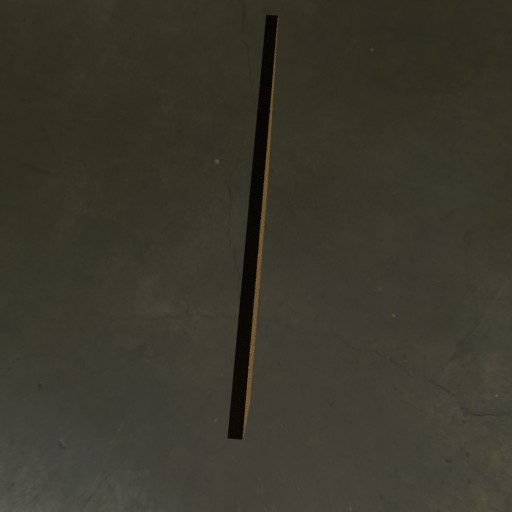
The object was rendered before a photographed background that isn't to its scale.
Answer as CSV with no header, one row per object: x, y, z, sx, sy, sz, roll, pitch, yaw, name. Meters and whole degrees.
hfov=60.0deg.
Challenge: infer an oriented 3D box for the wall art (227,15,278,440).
0.000,0.000,0.657,0.014,0.445,0.446,4,76,1,wall art
